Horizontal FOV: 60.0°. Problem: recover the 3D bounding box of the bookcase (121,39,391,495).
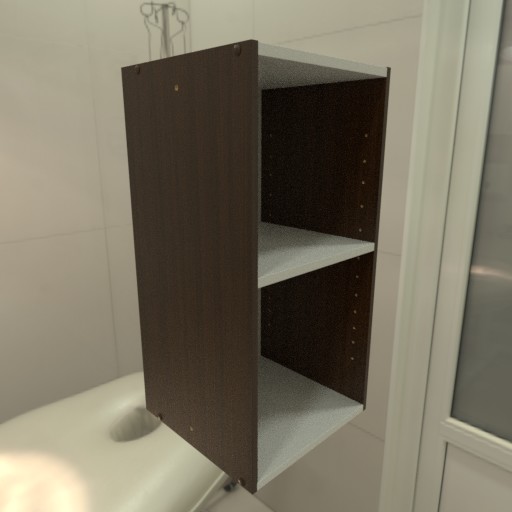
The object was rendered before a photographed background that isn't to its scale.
[{"bbox_3d":[0.000,0.000,0.760,0.300,0.600,0.290,-14,21,-42],"label":"bookcase"}]
